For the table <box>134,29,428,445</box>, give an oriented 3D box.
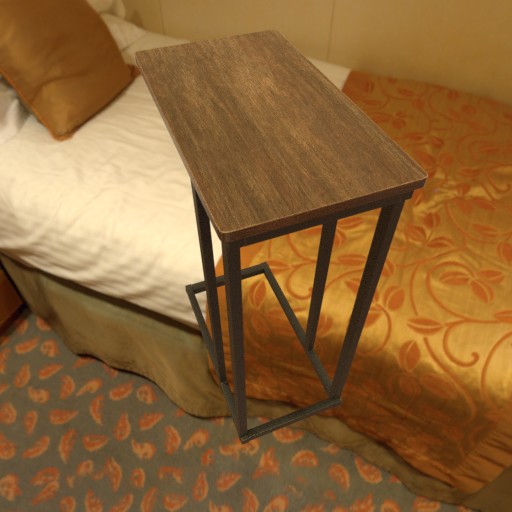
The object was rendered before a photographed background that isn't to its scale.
[{"bbox_3d":[0.000,0.000,0.853,0.254,0.637,0.450,-16,50,-14],"label":"table"}]
